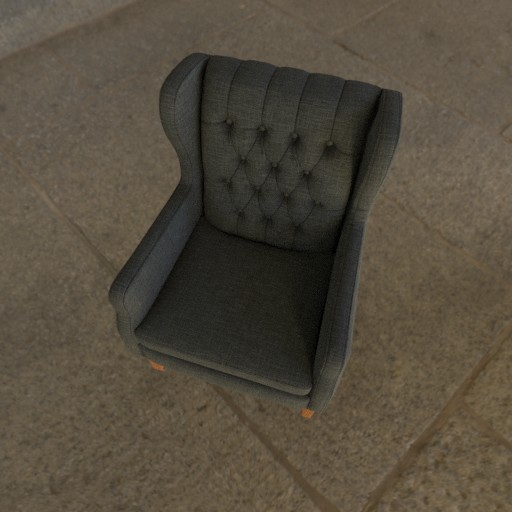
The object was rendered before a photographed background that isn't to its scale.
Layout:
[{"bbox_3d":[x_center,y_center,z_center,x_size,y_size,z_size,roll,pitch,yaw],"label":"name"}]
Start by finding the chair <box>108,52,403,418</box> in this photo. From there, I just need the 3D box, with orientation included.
[{"bbox_3d":[0.000,0.000,1.468,0.711,0.953,0.775,15,59,9],"label":"chair"}]
